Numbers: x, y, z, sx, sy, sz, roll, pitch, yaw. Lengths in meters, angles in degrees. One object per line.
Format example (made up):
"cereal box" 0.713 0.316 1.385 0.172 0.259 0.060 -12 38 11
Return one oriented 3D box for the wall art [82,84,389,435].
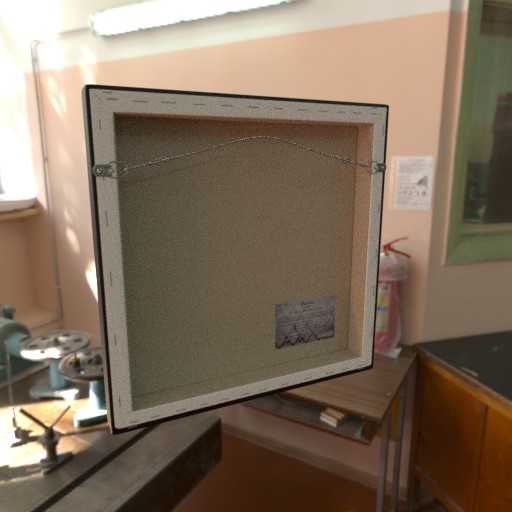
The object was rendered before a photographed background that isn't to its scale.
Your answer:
"wall art" 0.000 0.000 0.597 0.406 0.407 0.041 -6 14 -25
